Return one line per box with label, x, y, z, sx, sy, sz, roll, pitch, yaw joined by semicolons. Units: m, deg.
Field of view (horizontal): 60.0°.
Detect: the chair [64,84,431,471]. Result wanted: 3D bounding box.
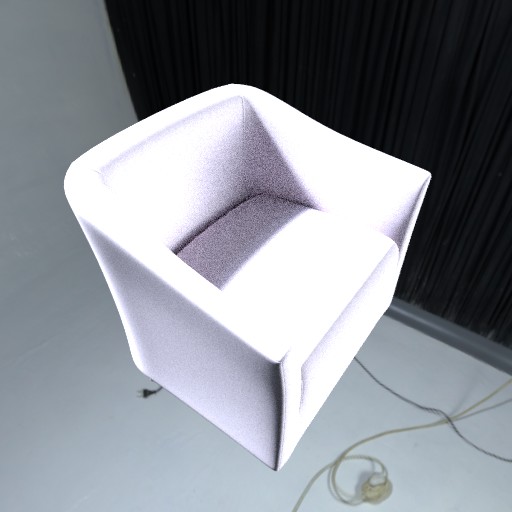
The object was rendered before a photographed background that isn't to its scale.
chair;0.000;0.000;1.321;0.700;0.720;0.790;26;48;26
